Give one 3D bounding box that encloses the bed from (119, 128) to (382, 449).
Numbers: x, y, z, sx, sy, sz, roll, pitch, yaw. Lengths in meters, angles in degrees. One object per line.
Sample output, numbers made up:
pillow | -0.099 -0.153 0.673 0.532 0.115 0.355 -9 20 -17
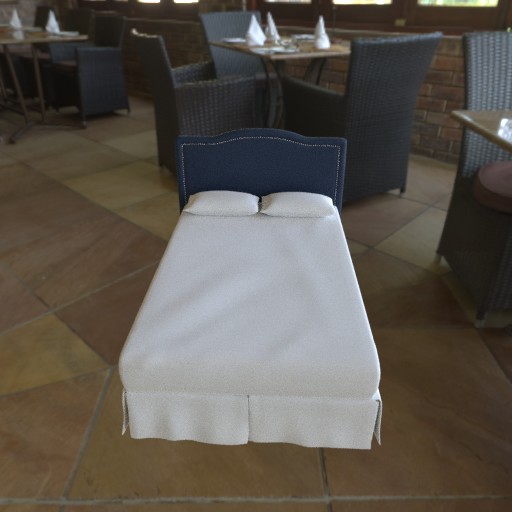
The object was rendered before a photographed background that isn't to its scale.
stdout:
bed | 0.000 0.000 3.616 1.741 1.441 2.507 1 31 2
